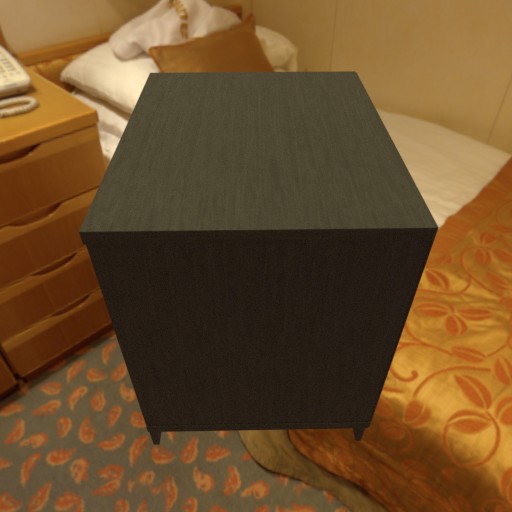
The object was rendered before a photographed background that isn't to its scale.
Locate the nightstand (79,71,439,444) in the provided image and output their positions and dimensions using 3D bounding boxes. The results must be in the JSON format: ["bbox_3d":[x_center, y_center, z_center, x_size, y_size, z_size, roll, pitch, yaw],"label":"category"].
[{"bbox_3d":[0.000,0.000,0.733,0.347,0.448,0.427,-1,42,-1],"label":"nightstand"}]
